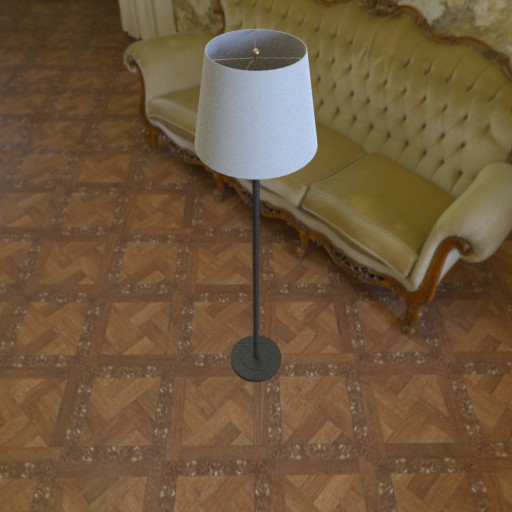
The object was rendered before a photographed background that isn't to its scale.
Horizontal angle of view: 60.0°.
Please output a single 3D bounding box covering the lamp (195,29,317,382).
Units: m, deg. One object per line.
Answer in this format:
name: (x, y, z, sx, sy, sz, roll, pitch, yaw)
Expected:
lamp: (0.000, 0.000, 1.610, 0.348, 1.473, 0.348, -2, 47, -1)
